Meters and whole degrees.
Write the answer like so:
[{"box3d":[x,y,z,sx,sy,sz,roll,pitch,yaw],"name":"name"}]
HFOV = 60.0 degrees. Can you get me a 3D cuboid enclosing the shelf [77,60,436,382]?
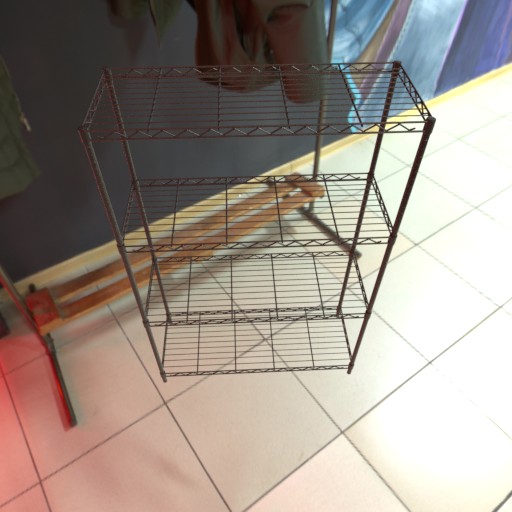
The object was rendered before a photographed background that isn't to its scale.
[{"box3d":[0.000,0.000,1.731,0.907,1.361,0.352,-2,48,-2],"name":"shelf"}]
